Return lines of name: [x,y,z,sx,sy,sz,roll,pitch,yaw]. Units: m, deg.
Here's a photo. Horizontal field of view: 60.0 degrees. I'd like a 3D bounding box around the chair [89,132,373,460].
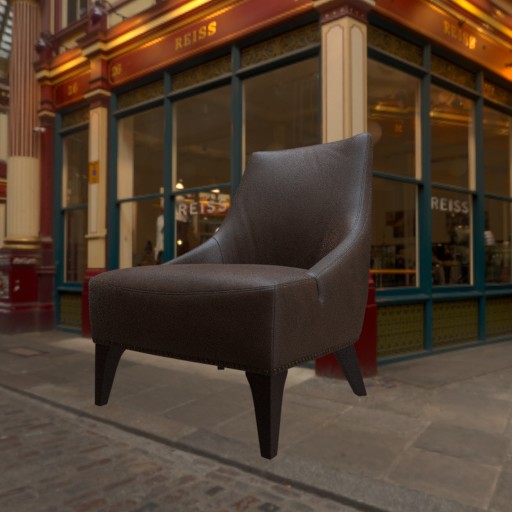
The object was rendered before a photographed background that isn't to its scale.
chair: [0.000,0.000,1.486,0.701,0.909,0.861,0,-1,36]
